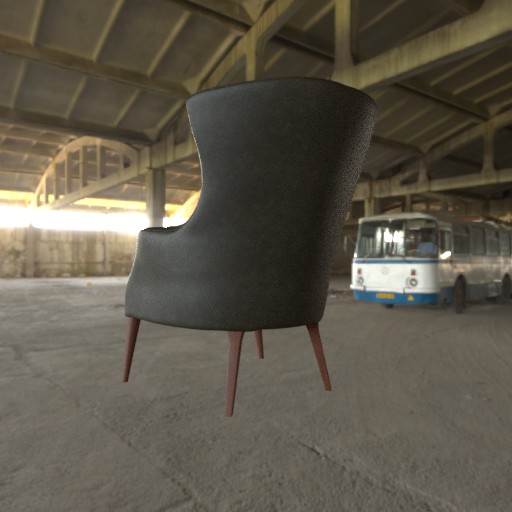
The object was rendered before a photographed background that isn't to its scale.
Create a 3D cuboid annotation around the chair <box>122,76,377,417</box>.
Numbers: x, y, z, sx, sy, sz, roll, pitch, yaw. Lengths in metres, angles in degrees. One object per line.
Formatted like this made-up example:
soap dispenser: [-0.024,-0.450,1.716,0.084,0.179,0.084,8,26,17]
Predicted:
chair: [0.000,0.000,1.756,0.819,1.068,0.954,0,0,-37]
